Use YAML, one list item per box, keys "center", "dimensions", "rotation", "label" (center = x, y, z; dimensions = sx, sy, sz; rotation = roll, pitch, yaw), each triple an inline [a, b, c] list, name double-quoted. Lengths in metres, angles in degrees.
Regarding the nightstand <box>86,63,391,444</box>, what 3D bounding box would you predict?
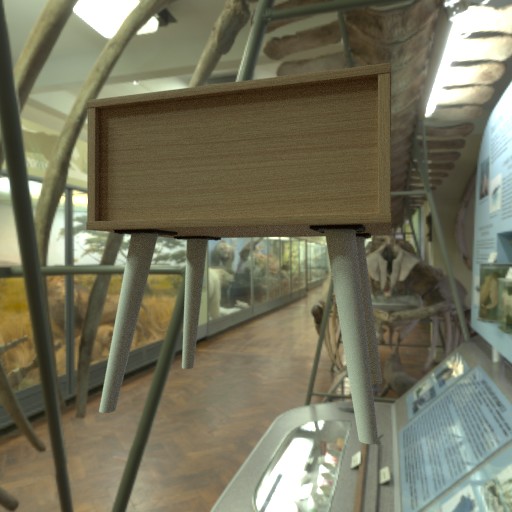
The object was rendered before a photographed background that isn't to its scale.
- center: [0.000, 0.000, 0.978]
  dimensions: [0.571, 0.610, 0.407]
  rotation: [0, 0, 17]
  label: "nightstand"
